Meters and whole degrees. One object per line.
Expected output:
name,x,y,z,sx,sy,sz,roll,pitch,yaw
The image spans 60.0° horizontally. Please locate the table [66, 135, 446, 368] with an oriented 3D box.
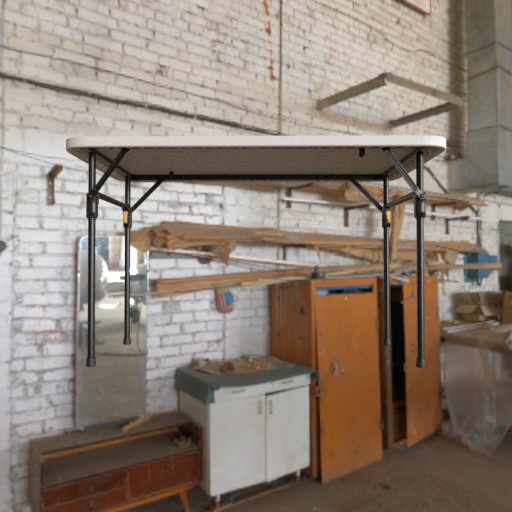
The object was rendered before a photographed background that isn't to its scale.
table,0.000,0.000,1.652,1.219,0.729,0.610,0,-1,1
